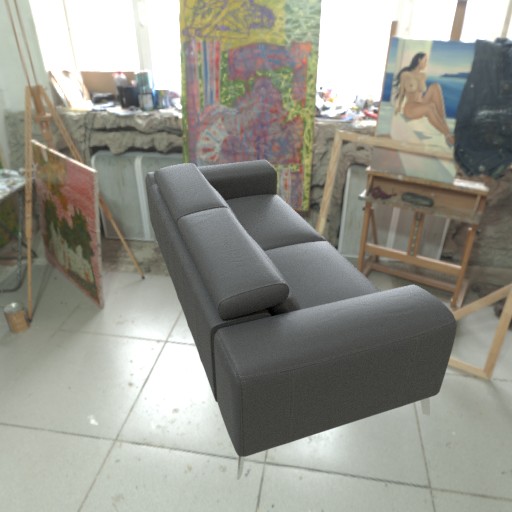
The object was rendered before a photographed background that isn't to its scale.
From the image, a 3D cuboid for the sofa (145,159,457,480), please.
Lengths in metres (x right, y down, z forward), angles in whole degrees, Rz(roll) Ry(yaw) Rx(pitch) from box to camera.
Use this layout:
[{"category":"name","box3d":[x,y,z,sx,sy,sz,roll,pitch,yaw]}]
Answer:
[{"category":"sofa","box3d":[0.000,0.000,2.752,1.023,0.759,2.321,-10,32,-17]}]
